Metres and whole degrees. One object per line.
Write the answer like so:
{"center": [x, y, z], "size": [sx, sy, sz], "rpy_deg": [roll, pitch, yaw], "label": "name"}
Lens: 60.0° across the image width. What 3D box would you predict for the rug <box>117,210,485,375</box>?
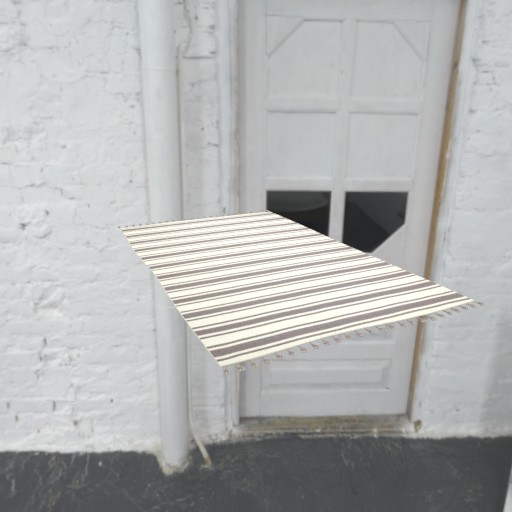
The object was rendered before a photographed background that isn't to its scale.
{"center": [0.000, 0.000, 2.562], "size": [1.229, 0.011, 2.096], "rpy_deg": [-9, 20, -24], "label": "rug"}
